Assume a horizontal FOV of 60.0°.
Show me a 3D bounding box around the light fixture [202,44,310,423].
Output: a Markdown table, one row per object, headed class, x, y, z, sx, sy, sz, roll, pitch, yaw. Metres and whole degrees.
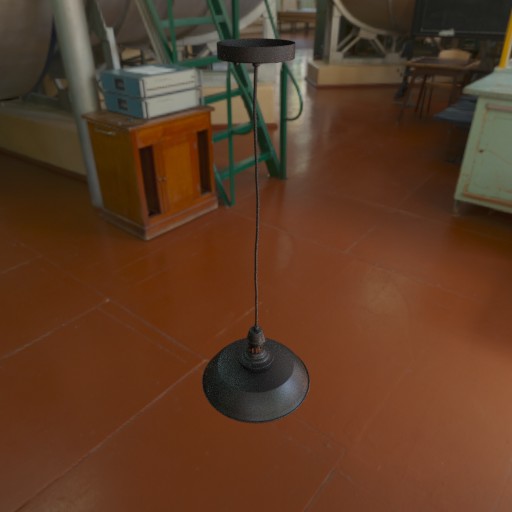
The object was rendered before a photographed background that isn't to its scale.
| class | x | y | z | sx | sy | sz | roll | pitch | yaw |
| --- | --- | --- | --- | --- | --- | --- | --- | --- | --- |
| light fixture | 0.000 | 0.000 | 1.138 | 0.331 | 0.993 | 0.331 | -9 | 33 | -14 |
